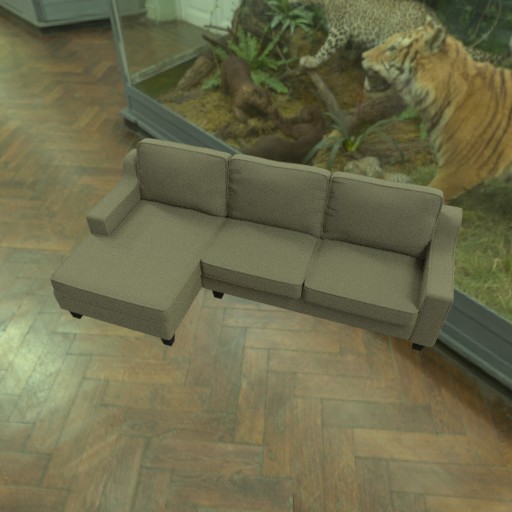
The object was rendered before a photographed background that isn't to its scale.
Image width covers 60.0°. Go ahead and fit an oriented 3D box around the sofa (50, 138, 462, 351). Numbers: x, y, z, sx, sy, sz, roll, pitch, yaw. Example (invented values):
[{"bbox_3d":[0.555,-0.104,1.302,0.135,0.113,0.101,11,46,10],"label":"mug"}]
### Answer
[{"bbox_3d":[0.000,0.000,3.094,2.561,0.928,1.294,13,44,14],"label":"sofa"}]
